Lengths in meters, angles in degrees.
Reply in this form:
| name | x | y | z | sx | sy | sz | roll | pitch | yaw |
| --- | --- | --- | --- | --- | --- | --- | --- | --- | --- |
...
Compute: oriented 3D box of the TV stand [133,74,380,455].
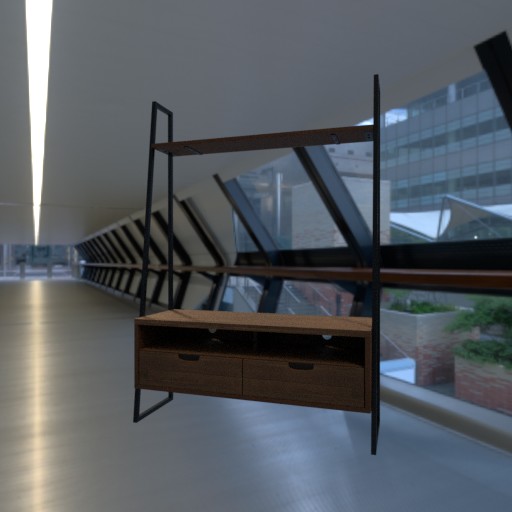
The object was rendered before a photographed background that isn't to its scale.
| name | x | y | z | sx | sy | sz | roll | pitch | yaw |
| --- | --- | --- | --- | --- | --- | --- | --- | --- | --- |
| TV stand | 0.000 | 0.000 | 2.348 | 1.250 | 1.772 | 0.432 | 0 | 0 | 18 |
